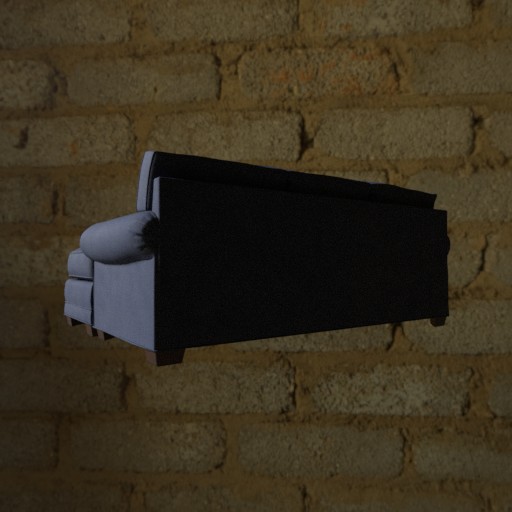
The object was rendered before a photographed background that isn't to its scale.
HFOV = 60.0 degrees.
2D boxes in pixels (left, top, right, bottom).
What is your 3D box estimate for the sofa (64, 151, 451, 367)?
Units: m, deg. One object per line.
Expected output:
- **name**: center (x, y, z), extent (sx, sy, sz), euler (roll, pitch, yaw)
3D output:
- **sofa**: center (0.000, 0.000, 3.426), extent (2.567, 1.063, 1.780), euler (1, -1, -35)
